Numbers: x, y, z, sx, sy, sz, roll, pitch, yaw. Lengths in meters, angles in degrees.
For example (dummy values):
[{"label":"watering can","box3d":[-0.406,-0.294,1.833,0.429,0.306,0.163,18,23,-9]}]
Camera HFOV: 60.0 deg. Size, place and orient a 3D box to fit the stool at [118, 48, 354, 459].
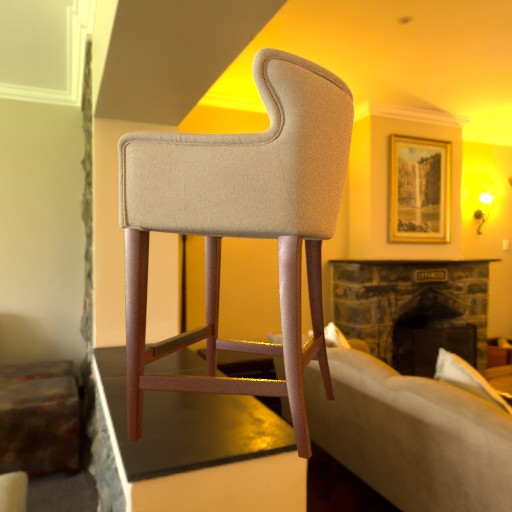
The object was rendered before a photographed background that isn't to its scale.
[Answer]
[{"label":"stool","box3d":[0.000,0.000,1.315,0.570,0.951,0.601,0,0,18]}]
